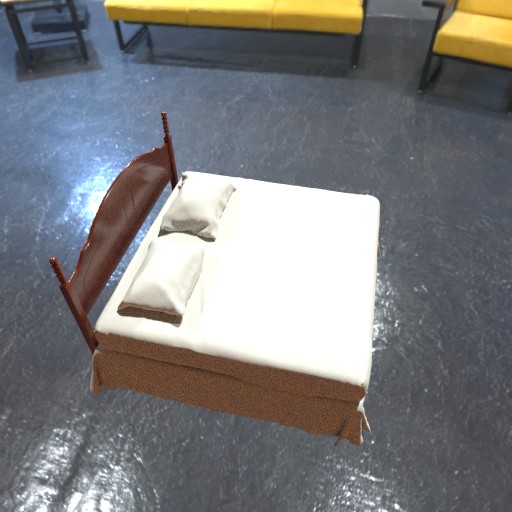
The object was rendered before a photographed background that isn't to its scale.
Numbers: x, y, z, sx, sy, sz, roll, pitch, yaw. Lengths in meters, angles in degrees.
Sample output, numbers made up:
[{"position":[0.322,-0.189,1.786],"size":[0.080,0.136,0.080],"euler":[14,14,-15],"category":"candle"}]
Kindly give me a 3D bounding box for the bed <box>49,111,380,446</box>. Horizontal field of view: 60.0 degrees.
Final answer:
[{"position":[0.000,0.000,3.673],"size":[2.219,1.355,2.322],"euler":[10,47,9],"category":"bed"}]
